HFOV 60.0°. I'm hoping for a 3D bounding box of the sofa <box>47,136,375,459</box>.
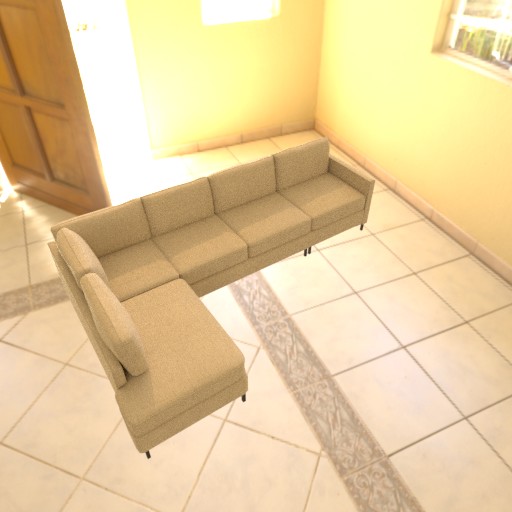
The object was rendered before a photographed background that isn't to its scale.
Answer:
[{"bbox_3d":[0.000,0.000,4.309,3.384,0.996,2.048,-24,46,-25],"label":"sofa"}]
